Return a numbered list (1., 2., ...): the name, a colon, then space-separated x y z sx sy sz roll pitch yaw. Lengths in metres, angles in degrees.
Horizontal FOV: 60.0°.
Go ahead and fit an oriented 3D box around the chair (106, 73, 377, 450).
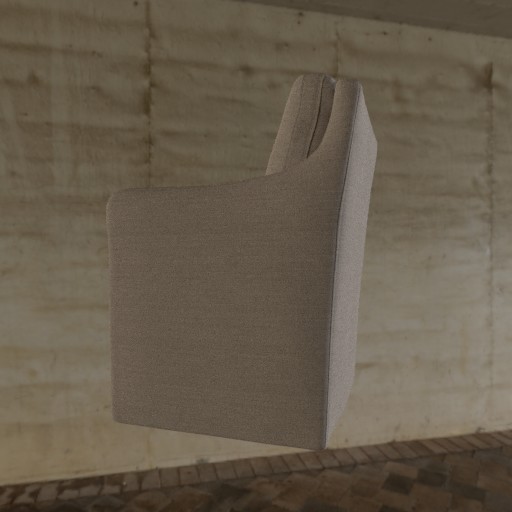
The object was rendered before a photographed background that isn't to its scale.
1. chair: 0.000 0.000 1.376 0.694 0.914 0.626 0 0 19
